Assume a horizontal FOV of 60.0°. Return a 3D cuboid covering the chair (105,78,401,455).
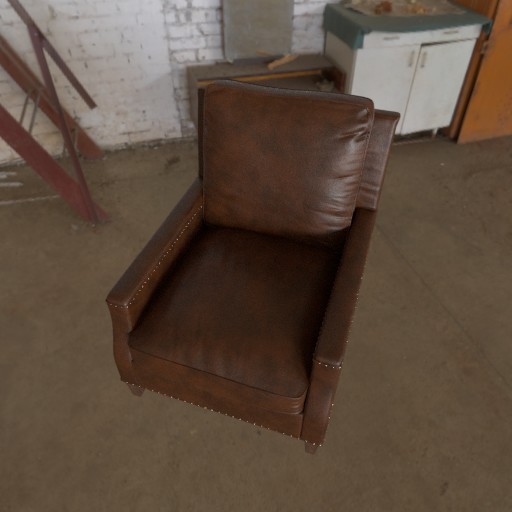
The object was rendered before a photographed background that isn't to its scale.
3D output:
[{"bbox_3d":[0.000,0.000,1.783,0.854,1.054,1.035,13,44,14],"label":"chair"}]
